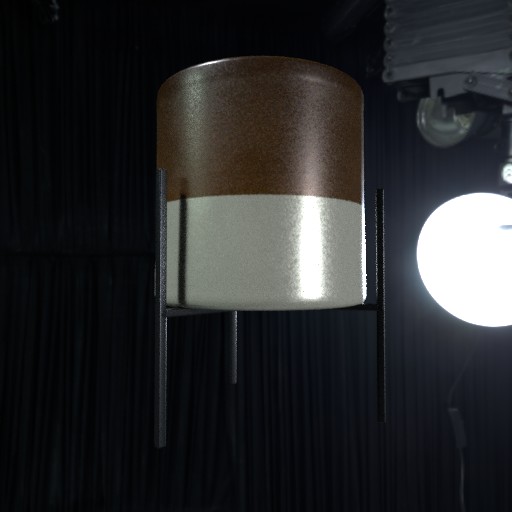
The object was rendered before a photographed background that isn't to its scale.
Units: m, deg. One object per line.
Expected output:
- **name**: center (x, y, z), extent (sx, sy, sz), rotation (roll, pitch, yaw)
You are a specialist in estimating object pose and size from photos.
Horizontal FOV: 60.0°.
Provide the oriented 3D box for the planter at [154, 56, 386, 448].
- **planter**: center (0.000, 0.000, 0.546), extent (0.255, 0.375, 0.269), rotation (1, -2, -18)
